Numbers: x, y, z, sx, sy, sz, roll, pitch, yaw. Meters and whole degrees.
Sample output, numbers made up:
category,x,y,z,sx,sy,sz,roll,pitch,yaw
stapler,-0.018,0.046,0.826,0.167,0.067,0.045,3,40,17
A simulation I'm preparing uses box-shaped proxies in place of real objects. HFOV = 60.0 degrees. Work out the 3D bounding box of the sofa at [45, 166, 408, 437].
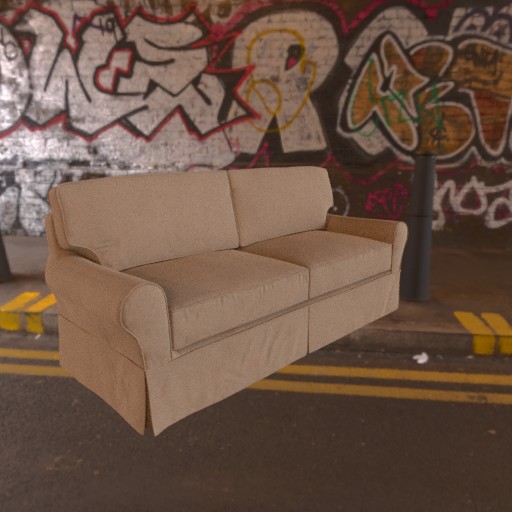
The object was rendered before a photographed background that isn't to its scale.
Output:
category,x,y,z,sx,sy,sz,roll,pitch,yaw
sofa,0.000,0.000,2.692,2.246,1.014,0.900,-13,19,-43
